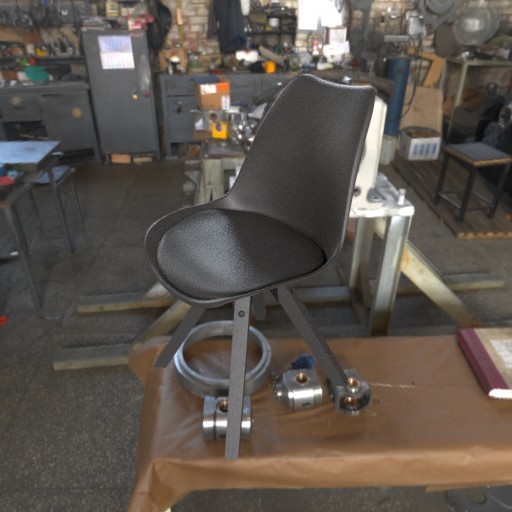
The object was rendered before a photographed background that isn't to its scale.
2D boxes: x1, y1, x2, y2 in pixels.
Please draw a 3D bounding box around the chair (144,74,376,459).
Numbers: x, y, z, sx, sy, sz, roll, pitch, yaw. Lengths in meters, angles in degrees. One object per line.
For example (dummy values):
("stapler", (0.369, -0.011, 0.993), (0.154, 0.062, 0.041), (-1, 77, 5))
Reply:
("chair", (0.000, 0.000, 1.202), (0.550, 0.850, 0.485), (-21, 37, -31))
